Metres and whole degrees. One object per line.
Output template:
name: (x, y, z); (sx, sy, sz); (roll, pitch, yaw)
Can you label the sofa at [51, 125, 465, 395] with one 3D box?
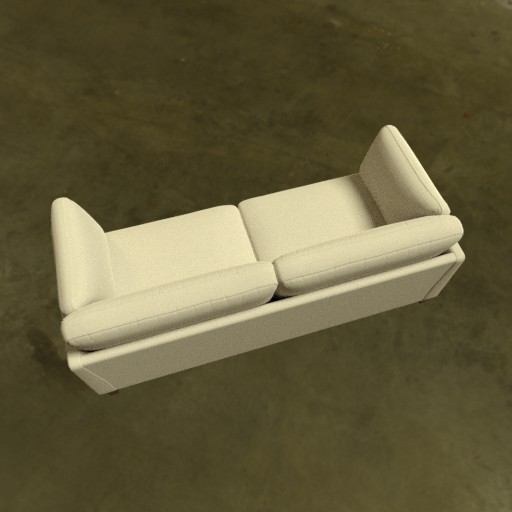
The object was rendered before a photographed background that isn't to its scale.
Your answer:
sofa: (0.000, 0.000, 2.764); (2.301, 0.863, 0.957); (-15, 60, -9)
